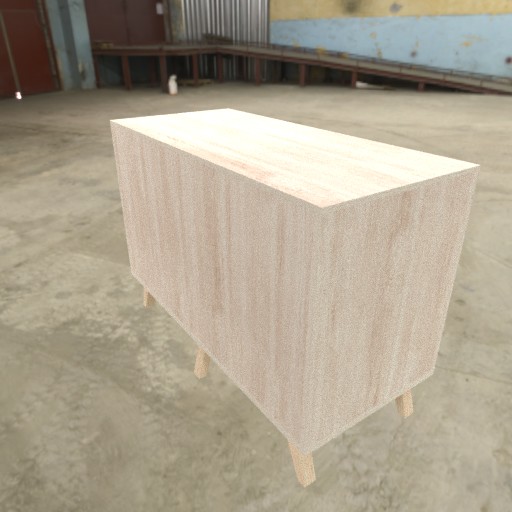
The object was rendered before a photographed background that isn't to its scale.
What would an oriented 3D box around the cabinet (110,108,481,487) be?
[{"bbox_3d":[0.000,0.000,1.484,0.500,0.780,1.110,-17,31,-31],"label":"cabinet"}]
